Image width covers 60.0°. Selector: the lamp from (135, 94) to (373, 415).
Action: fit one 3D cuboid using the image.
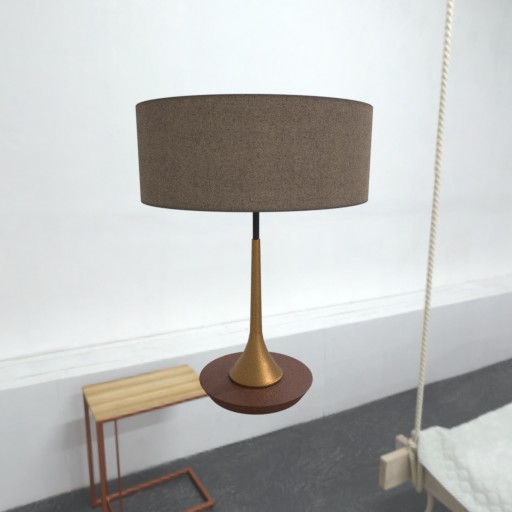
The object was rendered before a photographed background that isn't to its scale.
[{"bbox_3d":[0.000,0.000,0.840,0.396,0.551,0.417,12,17,41],"label":"lamp"}]
